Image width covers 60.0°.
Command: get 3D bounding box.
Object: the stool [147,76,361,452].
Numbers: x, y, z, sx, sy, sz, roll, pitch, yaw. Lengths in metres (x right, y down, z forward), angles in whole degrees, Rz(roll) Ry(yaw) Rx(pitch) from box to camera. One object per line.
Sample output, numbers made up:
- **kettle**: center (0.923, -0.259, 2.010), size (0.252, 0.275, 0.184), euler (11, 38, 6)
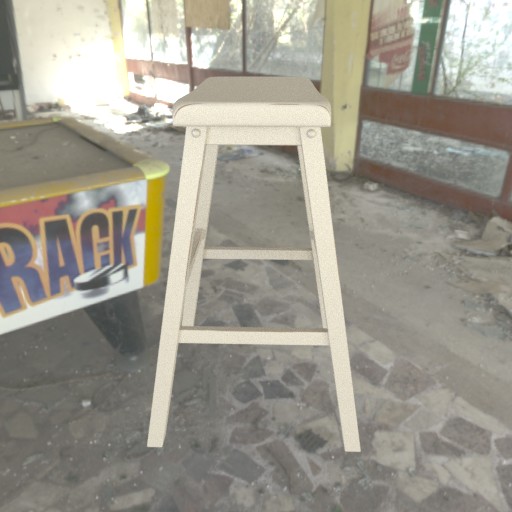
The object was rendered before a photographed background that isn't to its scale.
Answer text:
- **stool**: center (0.000, 0.000, 1.026), size (0.476, 0.737, 0.457), euler (1, 27, 1)
